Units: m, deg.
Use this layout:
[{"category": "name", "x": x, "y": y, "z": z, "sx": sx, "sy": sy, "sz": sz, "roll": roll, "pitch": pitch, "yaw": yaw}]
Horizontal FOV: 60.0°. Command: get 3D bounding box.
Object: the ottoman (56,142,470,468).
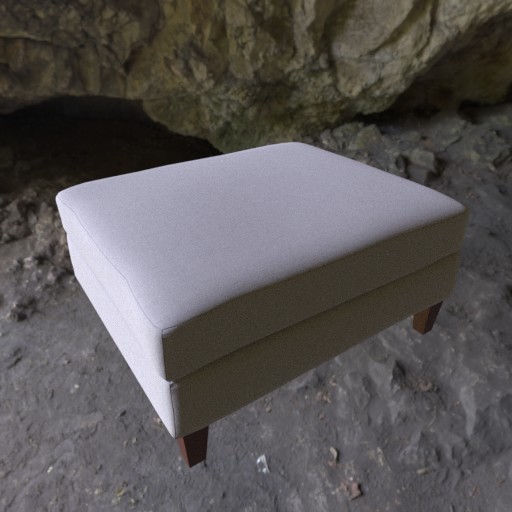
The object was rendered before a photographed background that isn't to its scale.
[{"category": "ottoman", "x": 0.000, "y": 0.000, "z": 1.408, "sx": 0.976, "sy": 0.492, "sz": 0.836, "roll": -19, "pitch": 35, "yaw": -29}]
